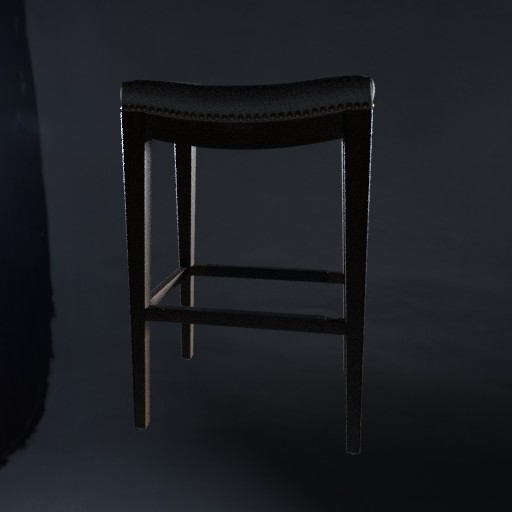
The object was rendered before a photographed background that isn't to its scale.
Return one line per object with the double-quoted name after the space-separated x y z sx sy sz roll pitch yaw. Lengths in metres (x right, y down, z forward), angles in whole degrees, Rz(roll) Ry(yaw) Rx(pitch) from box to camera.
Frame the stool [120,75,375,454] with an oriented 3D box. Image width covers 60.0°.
0.000 0.000 1.048 0.508 0.762 0.356 3 16 10 "stool"
